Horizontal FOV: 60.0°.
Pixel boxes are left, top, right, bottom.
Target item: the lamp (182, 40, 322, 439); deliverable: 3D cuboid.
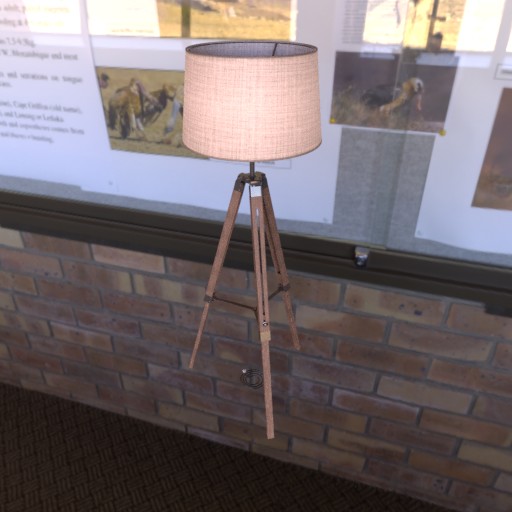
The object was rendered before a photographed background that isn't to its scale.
[{"bbox_3d":[0.000,0.000,1.775,0.604,1.510,0.587,-8,32,-12],"label":"lamp"}]
